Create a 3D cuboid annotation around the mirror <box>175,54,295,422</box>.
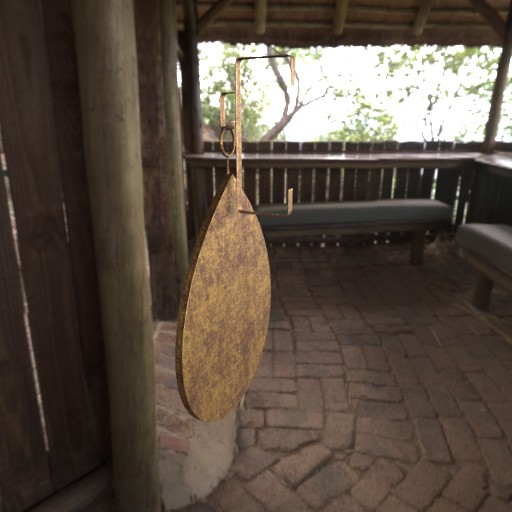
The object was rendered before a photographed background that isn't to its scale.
[{"bbox_3d":[0.000,0.000,0.902,0.144,0.744,0.405,8,18,24],"label":"mirror"}]
